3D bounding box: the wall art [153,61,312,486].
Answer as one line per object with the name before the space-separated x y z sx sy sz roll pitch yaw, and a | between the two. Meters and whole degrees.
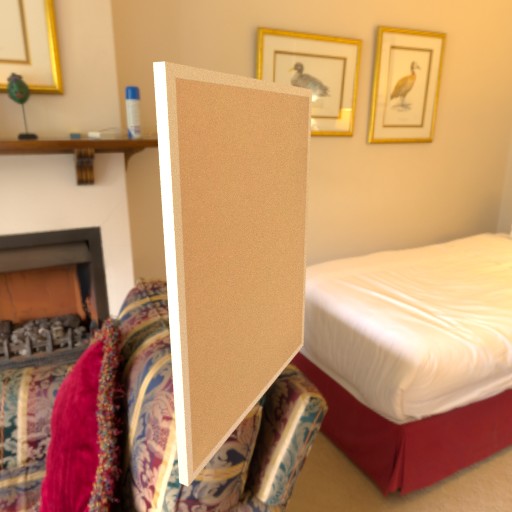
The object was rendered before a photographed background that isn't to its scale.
wall art | 0.000 0.000 0.616 0.013 0.456 0.382 8 19 25
